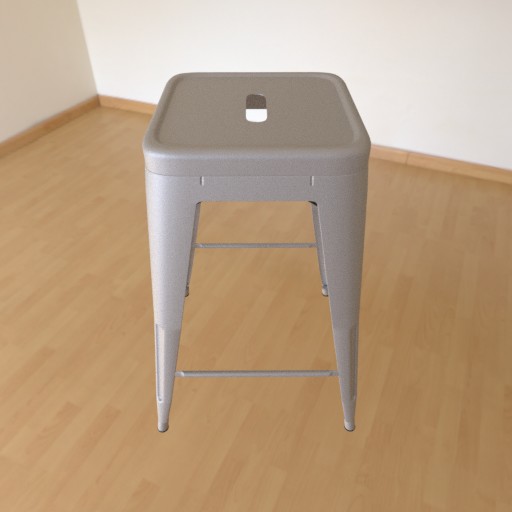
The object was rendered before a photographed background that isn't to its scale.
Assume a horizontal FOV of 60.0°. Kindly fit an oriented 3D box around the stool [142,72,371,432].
[{"bbox_3d":[0.000,0.000,0.871,0.410,0.608,0.410,0,41,0],"label":"stool"}]
